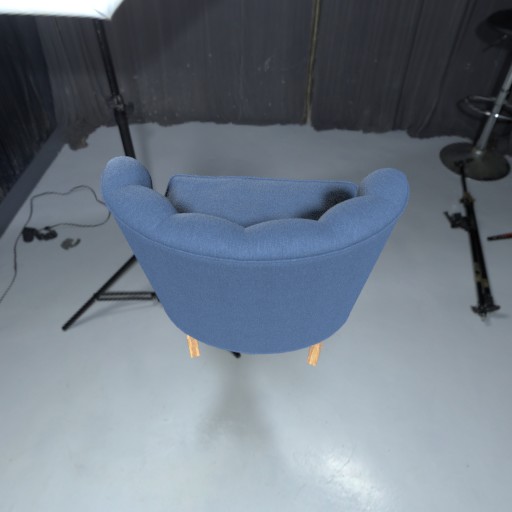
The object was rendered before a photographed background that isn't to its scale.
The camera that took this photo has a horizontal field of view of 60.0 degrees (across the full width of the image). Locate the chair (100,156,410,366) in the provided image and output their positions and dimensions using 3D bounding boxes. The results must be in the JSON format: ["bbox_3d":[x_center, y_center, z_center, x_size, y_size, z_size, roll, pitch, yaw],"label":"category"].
[{"bbox_3d":[0.000,0.000,1.376,0.740,0.771,0.718,3,46,3],"label":"chair"}]
